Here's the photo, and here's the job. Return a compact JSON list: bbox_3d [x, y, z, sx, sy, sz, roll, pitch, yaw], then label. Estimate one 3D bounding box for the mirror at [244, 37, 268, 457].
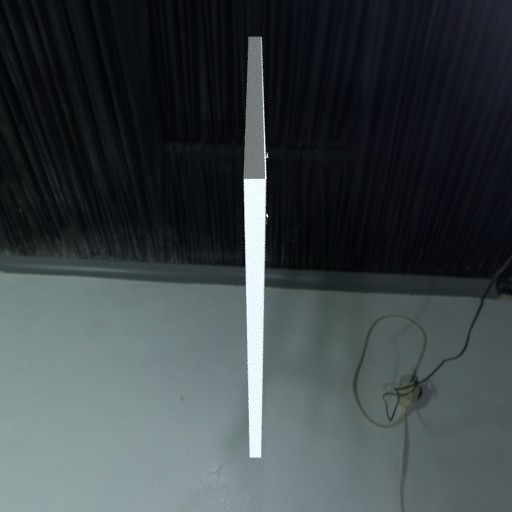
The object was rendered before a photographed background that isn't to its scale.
[{"bbox_3d":[0.000,0.000,1.335,0.040,1.016,0.762,0,42,0],"label":"mirror"}]
